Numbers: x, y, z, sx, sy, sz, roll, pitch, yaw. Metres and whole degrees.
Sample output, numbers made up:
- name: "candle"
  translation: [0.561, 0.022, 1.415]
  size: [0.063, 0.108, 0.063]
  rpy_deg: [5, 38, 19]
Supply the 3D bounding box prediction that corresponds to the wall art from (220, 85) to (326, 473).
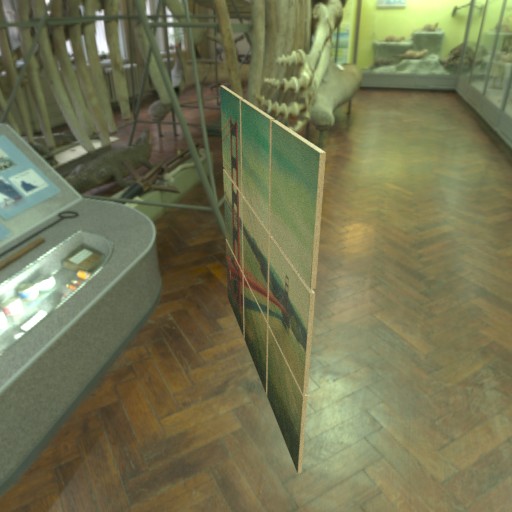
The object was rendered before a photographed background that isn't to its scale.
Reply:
- name: "wall art"
  translation: [0.000, 0.000, 1.879]
  size: [0.016, 1.207, 1.217]
  rpy_deg: [-8, 29, -14]
